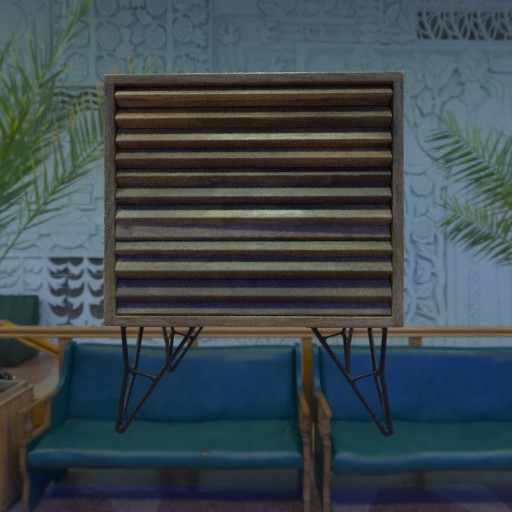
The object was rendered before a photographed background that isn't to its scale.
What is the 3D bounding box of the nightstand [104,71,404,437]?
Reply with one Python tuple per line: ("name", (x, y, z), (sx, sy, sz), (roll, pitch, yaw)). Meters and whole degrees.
("nightstand", (0.000, 0.000, 0.873), (0.457, 0.559, 0.406), (0, 0, 1))
